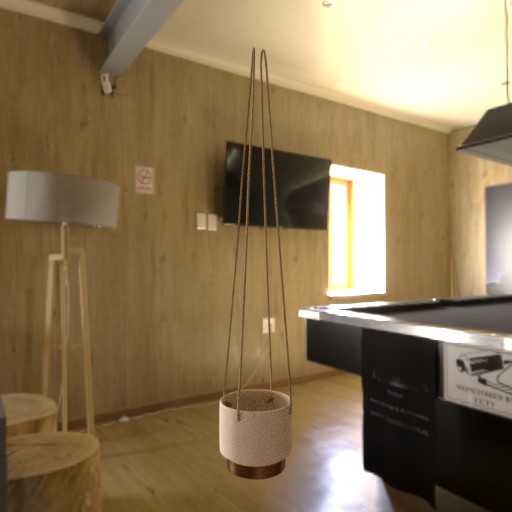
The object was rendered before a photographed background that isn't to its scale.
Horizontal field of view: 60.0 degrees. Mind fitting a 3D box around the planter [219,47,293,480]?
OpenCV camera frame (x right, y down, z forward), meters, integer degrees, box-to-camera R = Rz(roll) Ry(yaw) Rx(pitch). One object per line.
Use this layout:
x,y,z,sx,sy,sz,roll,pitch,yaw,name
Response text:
0.000,0.000,0.891,0.146,0.841,0.146,0,0,-18,planter
